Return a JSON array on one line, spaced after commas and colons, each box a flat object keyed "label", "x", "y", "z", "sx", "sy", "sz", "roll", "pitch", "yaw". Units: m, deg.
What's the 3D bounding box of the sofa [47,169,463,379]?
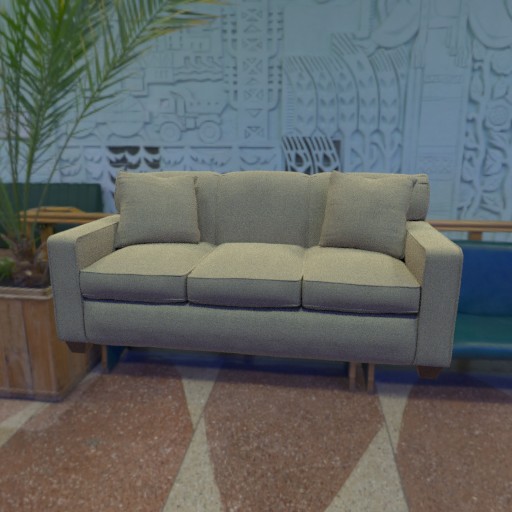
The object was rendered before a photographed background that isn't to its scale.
[{"label": "sofa", "x": 0.000, "y": 0.000, "z": 2.566, "sx": 2.024, "sy": 0.958, "sz": 0.997, "roll": 2, "pitch": 14, "yaw": 8}]
